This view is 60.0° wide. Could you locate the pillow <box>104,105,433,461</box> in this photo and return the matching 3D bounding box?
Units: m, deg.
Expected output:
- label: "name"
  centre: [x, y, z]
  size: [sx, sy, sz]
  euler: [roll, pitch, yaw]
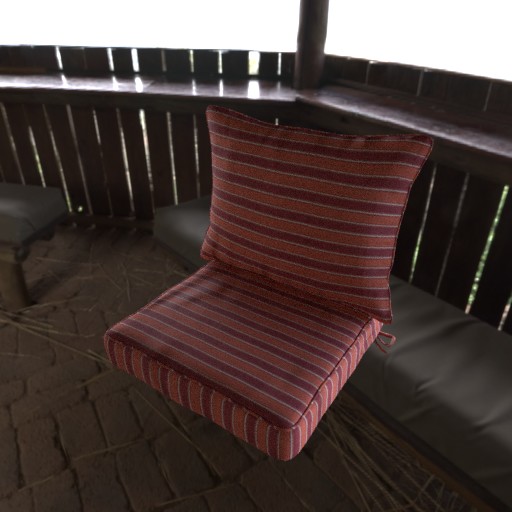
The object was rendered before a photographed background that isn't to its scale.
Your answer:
- label: "pillow"
  centre: [0.000, 0.000, 1.357]
  size: [0.799, 0.723, 0.733]
  euler: [18, 34, 29]
